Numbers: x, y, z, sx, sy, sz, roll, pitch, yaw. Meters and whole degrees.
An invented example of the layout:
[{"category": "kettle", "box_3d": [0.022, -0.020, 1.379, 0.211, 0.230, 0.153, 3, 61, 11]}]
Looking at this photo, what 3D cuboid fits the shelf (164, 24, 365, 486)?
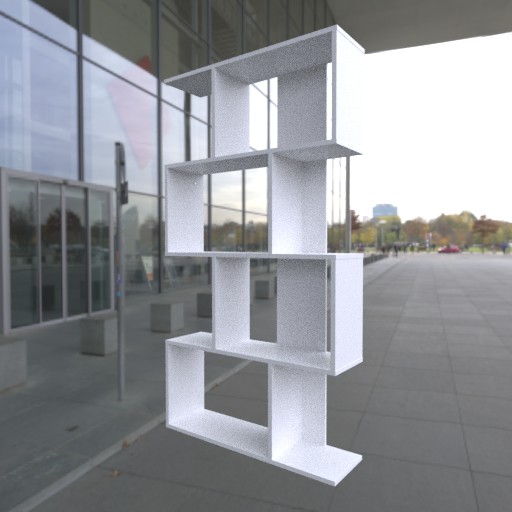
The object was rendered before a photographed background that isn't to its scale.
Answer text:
[{"category": "shelf", "box_3d": [0.000, 0.000, 1.946, 0.890, 1.650, 0.250, 1, 2, 36]}]
